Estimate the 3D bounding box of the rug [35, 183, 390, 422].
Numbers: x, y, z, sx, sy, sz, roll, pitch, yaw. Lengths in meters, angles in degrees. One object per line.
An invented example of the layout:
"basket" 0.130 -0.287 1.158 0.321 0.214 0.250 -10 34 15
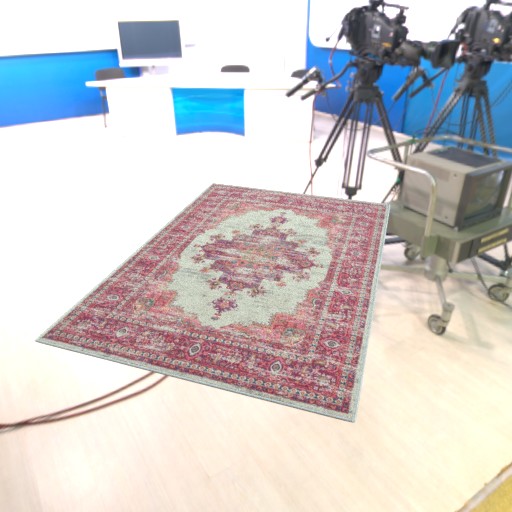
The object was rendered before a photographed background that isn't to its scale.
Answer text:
"rug" 0.000 0.000 2.870 1.555 0.011 2.232 9 32 16
